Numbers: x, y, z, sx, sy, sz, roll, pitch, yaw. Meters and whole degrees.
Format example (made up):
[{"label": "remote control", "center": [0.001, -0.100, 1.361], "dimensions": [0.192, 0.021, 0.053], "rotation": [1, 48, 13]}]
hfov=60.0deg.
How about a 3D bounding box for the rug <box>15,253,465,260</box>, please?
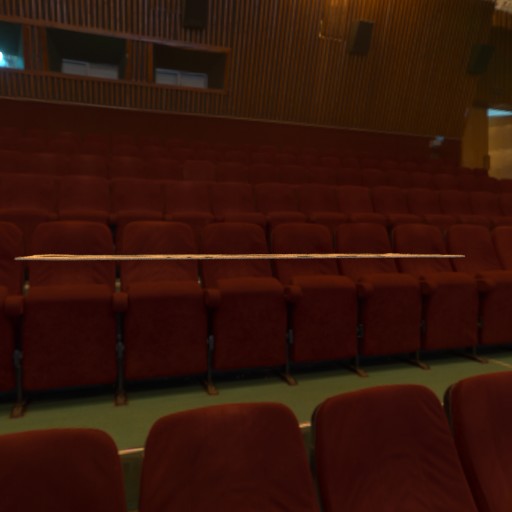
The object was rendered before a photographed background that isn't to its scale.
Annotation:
[{"label": "rug", "center": [0.000, 0.000, 2.479], "dimensions": [2.301, 0.017, 0.692], "rotation": [0, 1, -19]}]
